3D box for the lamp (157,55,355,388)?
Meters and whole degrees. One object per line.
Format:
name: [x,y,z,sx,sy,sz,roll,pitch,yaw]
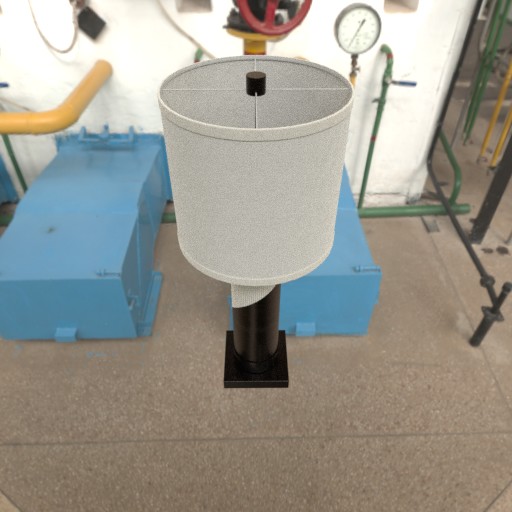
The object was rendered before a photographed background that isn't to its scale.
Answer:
lamp: [0.000,0.000,0.636,0.211,0.509,0.211,0,41,0]
